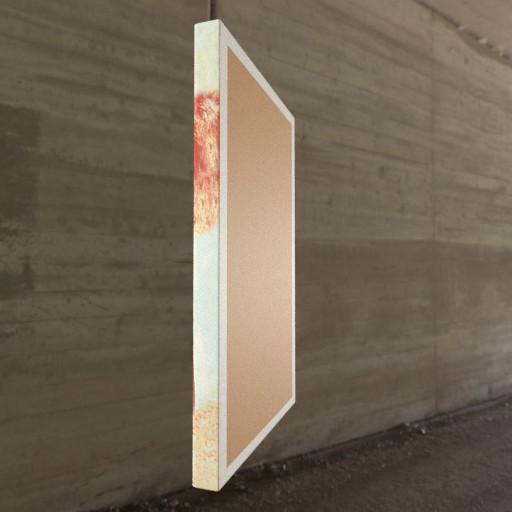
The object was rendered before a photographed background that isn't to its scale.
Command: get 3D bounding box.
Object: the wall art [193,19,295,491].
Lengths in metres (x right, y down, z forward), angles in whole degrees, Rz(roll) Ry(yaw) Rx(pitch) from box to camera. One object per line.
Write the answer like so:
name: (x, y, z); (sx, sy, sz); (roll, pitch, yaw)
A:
wall art: (0.000, 0.000, 0.765); (0.038, 0.610, 0.401); (-1, -2, 19)
